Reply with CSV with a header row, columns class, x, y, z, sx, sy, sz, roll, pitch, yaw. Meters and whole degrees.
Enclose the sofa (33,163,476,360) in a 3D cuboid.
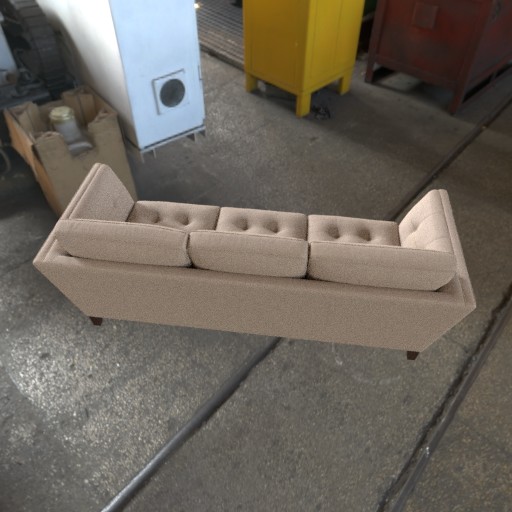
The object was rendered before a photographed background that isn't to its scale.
class,x,y,z,sx,sy,sz,roll,pitch,yaw
sofa,0.000,0.000,2.890,2.388,0.940,0.965,5,47,5
